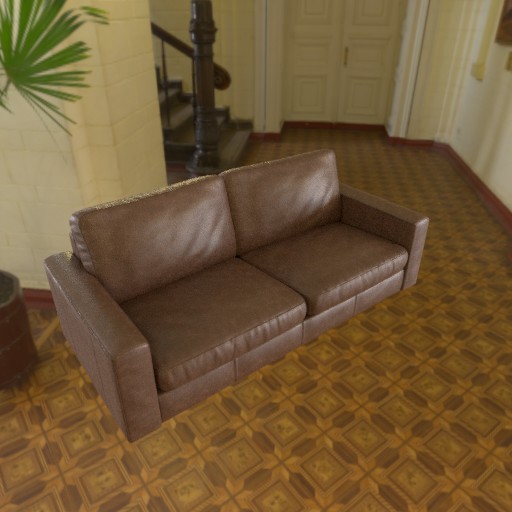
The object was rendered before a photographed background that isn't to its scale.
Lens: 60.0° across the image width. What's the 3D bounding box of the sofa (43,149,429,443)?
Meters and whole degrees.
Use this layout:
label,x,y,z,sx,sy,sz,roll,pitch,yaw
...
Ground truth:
label,x,y,z,sx,sy,sz,roll,pitch,yaw
sofa,0.000,0.000,2.714,2.179,0.873,1.016,-21,36,-32
